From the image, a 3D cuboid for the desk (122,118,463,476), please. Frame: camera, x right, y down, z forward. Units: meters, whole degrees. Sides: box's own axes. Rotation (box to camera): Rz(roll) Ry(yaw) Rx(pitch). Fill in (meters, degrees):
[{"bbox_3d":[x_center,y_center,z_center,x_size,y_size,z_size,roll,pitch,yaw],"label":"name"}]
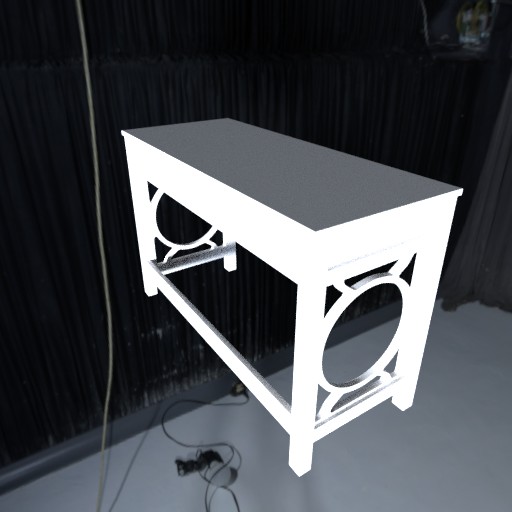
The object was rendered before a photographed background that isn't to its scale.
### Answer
[{"bbox_3d":[0.000,0.000,1.630,0.504,0.762,1.191,-17,32,-29],"label":"desk"}]
